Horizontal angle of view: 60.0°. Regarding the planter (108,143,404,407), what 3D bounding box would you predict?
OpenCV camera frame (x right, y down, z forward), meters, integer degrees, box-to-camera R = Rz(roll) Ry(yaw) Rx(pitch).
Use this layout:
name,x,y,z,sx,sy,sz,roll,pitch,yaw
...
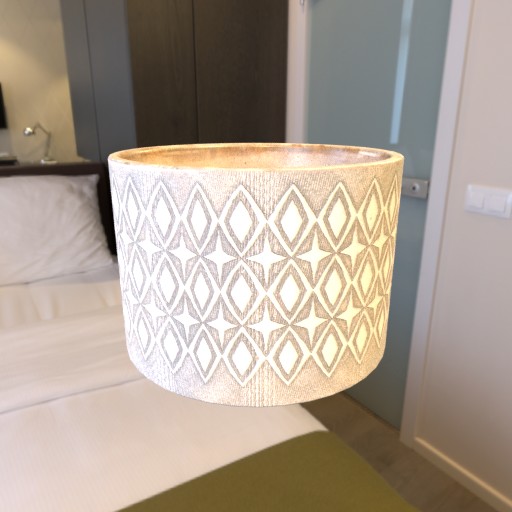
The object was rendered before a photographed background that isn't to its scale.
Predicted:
name,x,y,z,sx,sy,sz,roll,pitch,yaw
planter,0.000,0.000,0.314,0.186,0.144,0.186,0,18,0
